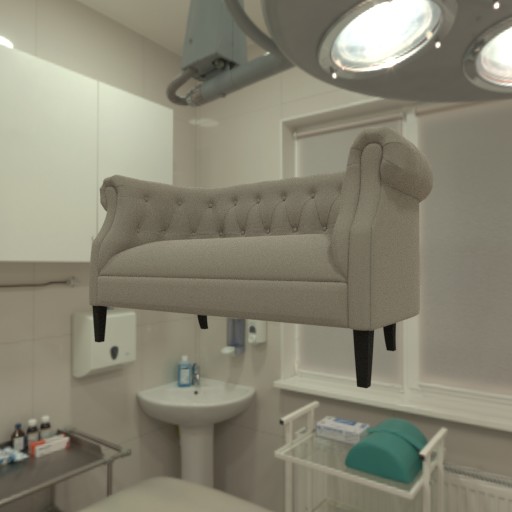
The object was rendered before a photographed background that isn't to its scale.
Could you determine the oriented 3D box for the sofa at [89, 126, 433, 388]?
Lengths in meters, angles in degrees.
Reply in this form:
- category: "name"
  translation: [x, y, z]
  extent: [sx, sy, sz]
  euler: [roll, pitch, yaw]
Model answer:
- category: "sofa"
  translation: [0.000, 0.000, 2.057]
  extent: [1.558, 0.827, 0.835]
  euler: [-1, -1, 36]
